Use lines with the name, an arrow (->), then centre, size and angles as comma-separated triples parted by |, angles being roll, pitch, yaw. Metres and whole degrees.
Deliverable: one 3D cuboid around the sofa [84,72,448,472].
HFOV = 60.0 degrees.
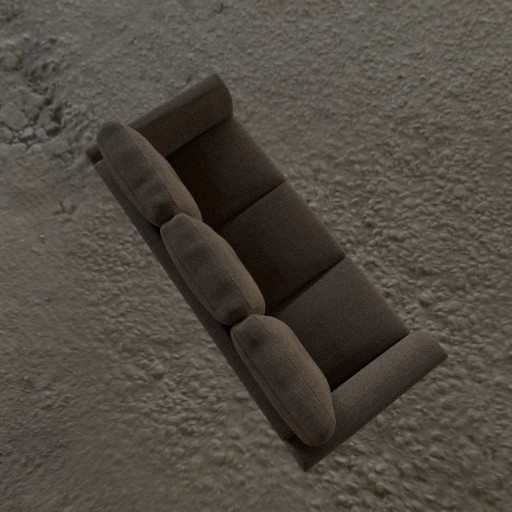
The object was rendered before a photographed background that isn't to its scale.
sofa -> 0.000, 0.000, 2.277 | 0.837, 0.891, 1.847 | -35, 77, -9
